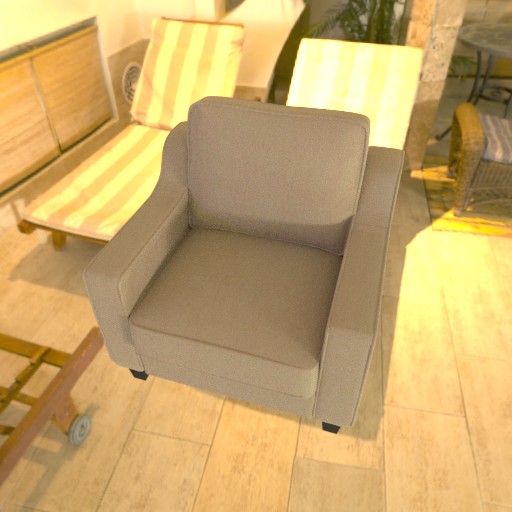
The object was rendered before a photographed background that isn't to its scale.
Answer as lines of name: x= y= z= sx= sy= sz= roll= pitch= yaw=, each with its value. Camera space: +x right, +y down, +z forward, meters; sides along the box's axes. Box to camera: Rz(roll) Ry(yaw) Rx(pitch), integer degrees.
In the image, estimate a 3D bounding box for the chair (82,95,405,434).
chair: x=0.000 y=0.000 z=1.666 sx=0.922 sy=0.948 sz=0.882 roll=11 pitch=41 yaw=13
